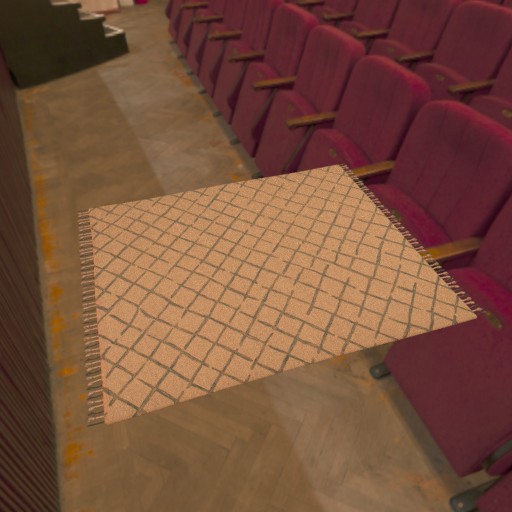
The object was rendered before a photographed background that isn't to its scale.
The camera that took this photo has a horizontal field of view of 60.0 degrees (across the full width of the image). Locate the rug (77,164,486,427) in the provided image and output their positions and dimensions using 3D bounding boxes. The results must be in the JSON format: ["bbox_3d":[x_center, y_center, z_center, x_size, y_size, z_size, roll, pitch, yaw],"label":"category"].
[{"bbox_3d":[0.000,0.000,4.709,3.585,0.036,2.892,-12,43,-13],"label":"rug"}]
